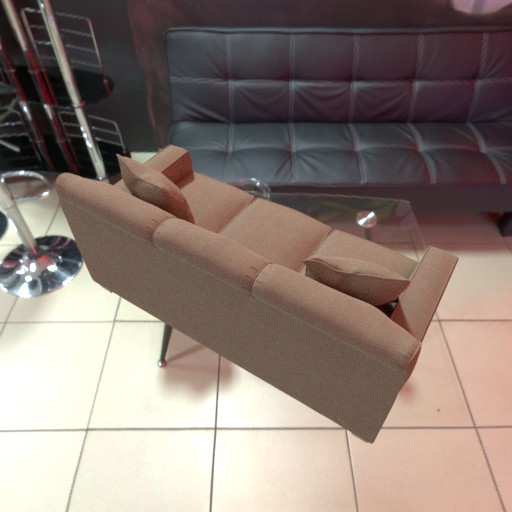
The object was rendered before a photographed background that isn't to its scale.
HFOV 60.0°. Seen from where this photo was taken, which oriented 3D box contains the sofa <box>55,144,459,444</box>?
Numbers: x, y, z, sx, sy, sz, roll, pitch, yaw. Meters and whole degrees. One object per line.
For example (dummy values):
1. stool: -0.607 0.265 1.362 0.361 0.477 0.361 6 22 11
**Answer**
1. sofa: 0.000 0.000 2.598 2.024 0.958 0.997 25 52 22
